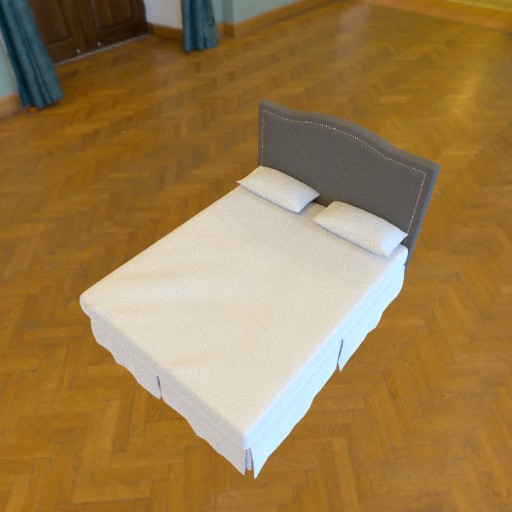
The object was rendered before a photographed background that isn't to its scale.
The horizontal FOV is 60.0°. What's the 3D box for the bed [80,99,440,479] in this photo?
[{"bbox_3d":[0.000,0.000,3.495,1.821,1.436,2.282,30,52,27],"label":"bed"}]
